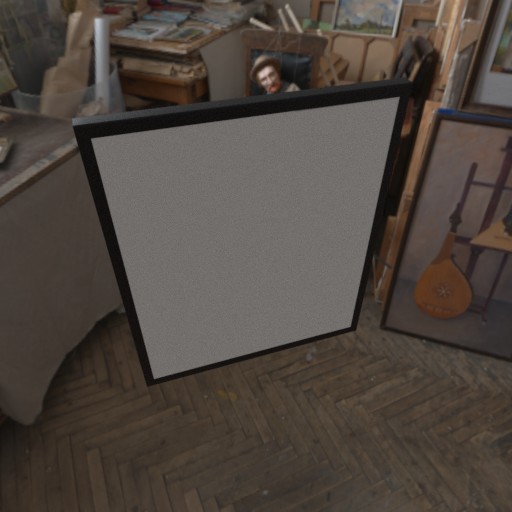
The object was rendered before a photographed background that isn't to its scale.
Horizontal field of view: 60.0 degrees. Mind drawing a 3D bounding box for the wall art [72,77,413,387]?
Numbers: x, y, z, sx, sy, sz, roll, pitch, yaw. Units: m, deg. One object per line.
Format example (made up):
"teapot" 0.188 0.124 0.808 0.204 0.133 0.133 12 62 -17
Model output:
"wall art" 0.000 0.000 0.710 0.430 0.509 0.021 -12 42 -14
